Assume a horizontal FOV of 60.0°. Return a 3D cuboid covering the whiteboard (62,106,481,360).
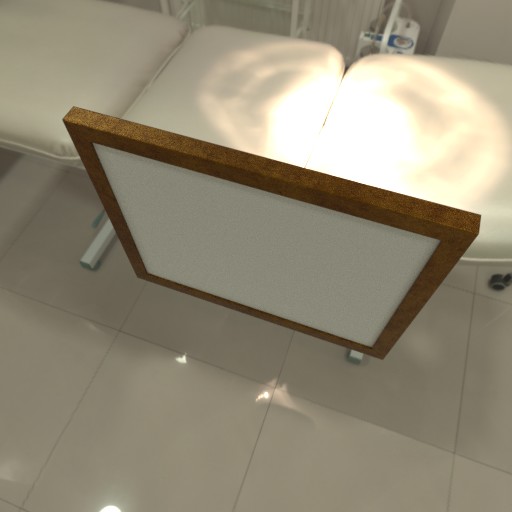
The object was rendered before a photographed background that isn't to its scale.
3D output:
[{"bbox_3d":[0.000,0.000,0.766,0.561,0.457,0.029,17,60,10],"label":"whiteboard"}]
